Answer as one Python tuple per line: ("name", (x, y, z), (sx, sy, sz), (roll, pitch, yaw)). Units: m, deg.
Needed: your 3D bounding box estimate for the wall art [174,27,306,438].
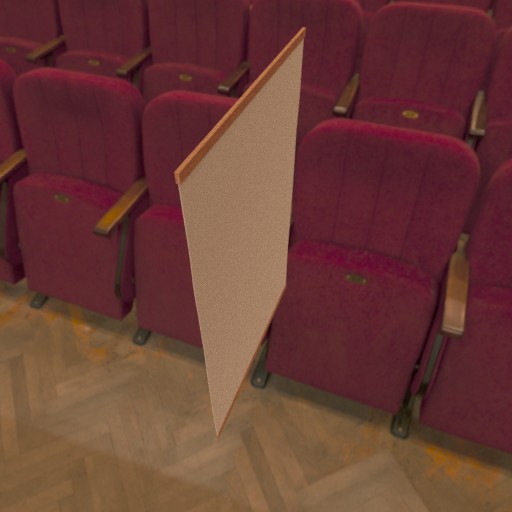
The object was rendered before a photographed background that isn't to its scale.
("wall art", (0.000, 0.000, 1.904), (0.019, 1.527, 1.019), (16, 48, 15))
